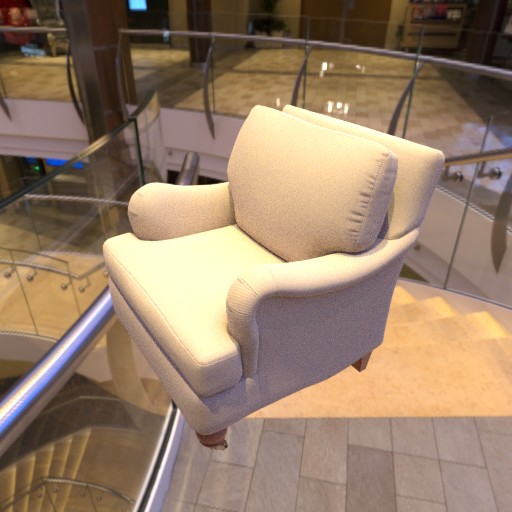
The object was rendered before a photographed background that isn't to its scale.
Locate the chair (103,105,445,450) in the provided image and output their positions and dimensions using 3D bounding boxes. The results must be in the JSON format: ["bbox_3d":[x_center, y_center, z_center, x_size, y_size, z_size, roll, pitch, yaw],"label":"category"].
[{"bbox_3d":[0.000,0.000,1.867,1.070,1.038,0.955,-20,37,-29],"label":"chair"}]
